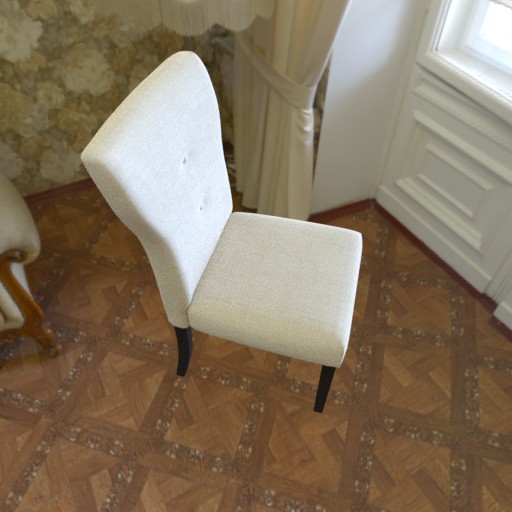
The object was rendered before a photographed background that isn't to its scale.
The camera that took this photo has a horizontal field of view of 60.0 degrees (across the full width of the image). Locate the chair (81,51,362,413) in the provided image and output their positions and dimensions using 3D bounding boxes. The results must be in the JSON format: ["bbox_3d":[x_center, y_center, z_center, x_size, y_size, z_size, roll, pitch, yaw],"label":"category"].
[{"bbox_3d":[0.000,0.000,1.278,0.597,0.921,0.509,11,49,10],"label":"chair"}]
